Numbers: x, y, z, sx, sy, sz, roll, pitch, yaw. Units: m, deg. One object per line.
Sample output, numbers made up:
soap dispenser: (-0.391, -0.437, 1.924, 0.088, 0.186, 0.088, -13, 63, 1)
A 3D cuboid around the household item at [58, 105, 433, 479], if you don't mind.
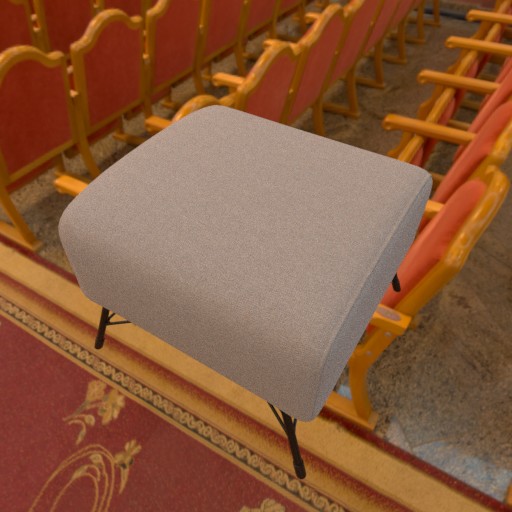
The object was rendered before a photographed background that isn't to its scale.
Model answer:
household item: (0.000, 0.000, 0.902, 0.530, 0.410, 0.530, 24, 51, 21)
